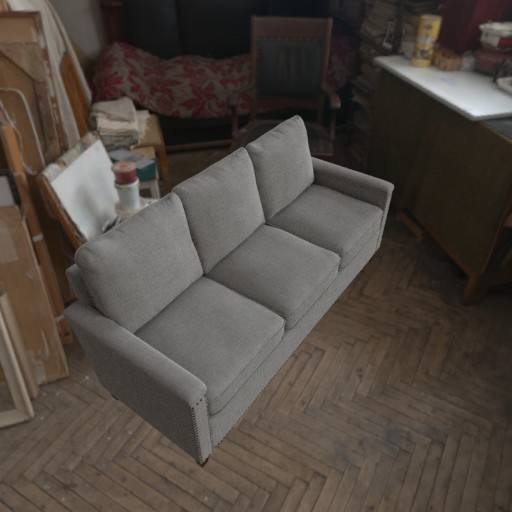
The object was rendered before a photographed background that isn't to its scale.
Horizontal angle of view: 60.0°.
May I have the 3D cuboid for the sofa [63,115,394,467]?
[{"bbox_3d":[0.000,0.000,2.492,0.828,0.959,1.925,25,46,27],"label":"sofa"}]
